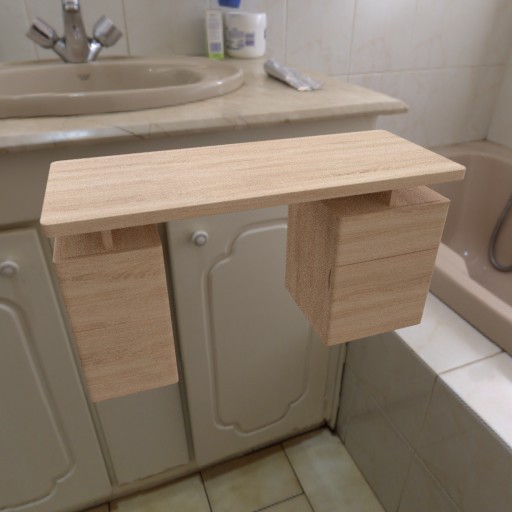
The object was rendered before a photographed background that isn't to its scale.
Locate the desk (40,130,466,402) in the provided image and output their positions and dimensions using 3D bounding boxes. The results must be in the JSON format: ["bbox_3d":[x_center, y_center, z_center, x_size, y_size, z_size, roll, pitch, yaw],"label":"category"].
[{"bbox_3d":[0.000,0.000,1.785,1.400,0.760,0.550,-10,32,-16],"label":"desk"}]
